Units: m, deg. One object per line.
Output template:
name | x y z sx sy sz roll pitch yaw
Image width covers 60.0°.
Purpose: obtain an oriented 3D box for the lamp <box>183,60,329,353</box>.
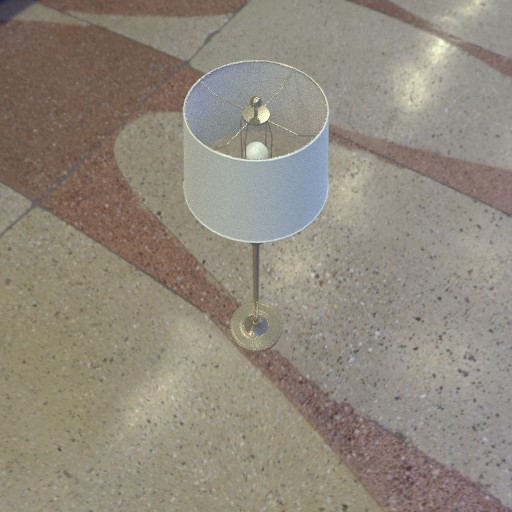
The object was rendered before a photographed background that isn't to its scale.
lamp | 0.000 0.000 1.695 0.431 1.488 0.431 0 60 0
